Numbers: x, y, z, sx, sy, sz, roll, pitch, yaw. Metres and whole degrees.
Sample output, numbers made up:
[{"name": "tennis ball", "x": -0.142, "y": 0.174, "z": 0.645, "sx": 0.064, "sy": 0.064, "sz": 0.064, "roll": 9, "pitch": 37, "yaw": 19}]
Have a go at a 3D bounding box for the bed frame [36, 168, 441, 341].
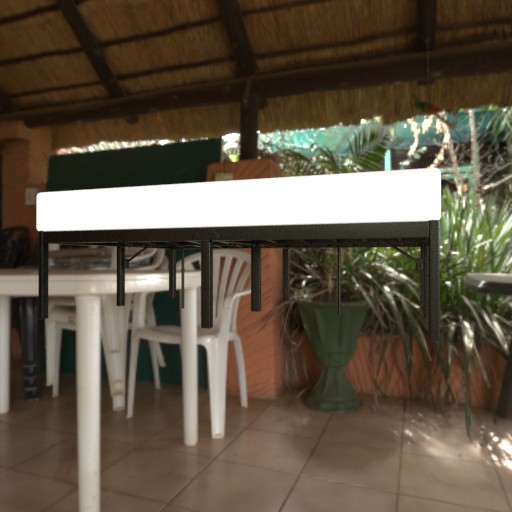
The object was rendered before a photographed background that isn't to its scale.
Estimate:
[{"name": "bed frame", "x": 0.000, "y": 0.000, "z": 2.642, "sx": 1.956, "sy": 0.659, "sz": 1.408, "roll": 0, "pitch": 0, "yaw": 19}]
